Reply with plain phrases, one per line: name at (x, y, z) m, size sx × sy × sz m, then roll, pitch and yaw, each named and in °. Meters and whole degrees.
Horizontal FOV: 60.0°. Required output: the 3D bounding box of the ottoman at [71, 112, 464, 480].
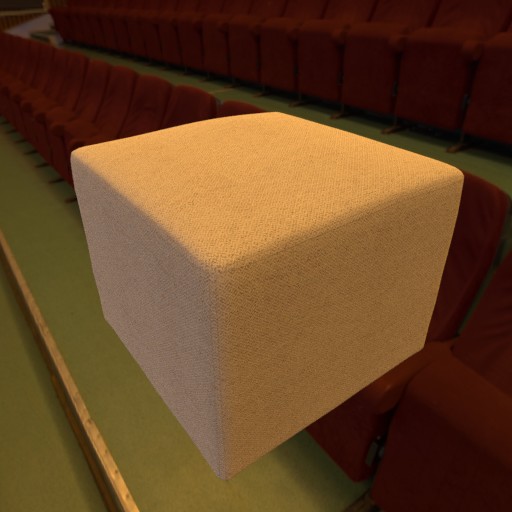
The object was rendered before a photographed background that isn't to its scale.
ottoman at (0.000, 0.000, 0.877) m, size 0.512 × 0.453 × 0.521 m, roll -21°, pitch 37°, yaw -31°
